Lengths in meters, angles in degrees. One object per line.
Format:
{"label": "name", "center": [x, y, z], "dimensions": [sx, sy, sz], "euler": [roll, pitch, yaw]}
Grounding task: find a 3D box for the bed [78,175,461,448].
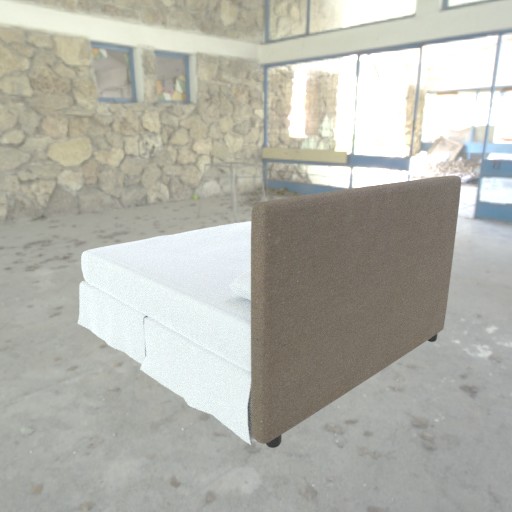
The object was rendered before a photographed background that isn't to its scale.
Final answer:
{"label": "bed", "center": [0.000, 0.000, 3.567], "dimensions": [2.119, 1.317, 2.341], "euler": [-14, 21, -41]}
